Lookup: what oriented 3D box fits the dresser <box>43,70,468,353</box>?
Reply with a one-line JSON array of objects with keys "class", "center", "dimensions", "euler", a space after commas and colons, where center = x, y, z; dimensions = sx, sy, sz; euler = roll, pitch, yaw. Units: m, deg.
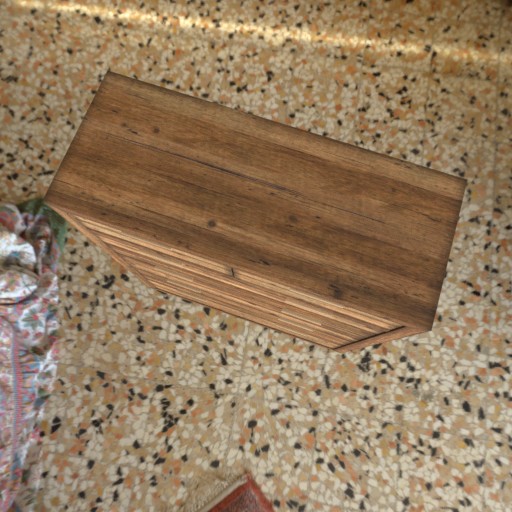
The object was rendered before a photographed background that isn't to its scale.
[{"class": "dresser", "center": [0.000, 0.000, 1.852], "dimensions": [1.067, 1.359, 0.438], "euler": [18, 76, 5]}]
